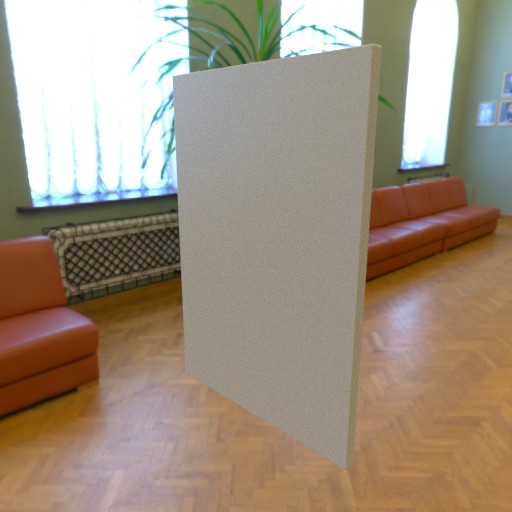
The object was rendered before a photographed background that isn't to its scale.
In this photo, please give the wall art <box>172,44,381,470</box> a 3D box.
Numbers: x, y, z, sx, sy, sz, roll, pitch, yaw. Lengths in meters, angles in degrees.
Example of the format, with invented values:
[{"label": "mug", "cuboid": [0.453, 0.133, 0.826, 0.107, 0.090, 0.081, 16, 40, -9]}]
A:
[{"label": "wall art", "cuboid": [0.000, 0.000, 1.011, 0.556, 0.813, 0.026, 15, 21, 43]}]
